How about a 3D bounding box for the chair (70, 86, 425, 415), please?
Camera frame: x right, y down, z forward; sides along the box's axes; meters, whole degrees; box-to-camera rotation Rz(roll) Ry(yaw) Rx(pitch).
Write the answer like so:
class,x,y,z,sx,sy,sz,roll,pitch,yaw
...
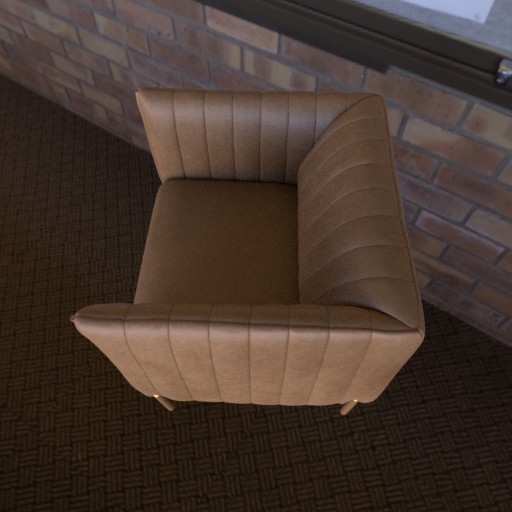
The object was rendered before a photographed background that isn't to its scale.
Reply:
class,x,y,z,sx,sy,sz,roll,pitch,yaw
chair,0.000,0.000,1.614,0.876,0.779,0.981,2,58,1
